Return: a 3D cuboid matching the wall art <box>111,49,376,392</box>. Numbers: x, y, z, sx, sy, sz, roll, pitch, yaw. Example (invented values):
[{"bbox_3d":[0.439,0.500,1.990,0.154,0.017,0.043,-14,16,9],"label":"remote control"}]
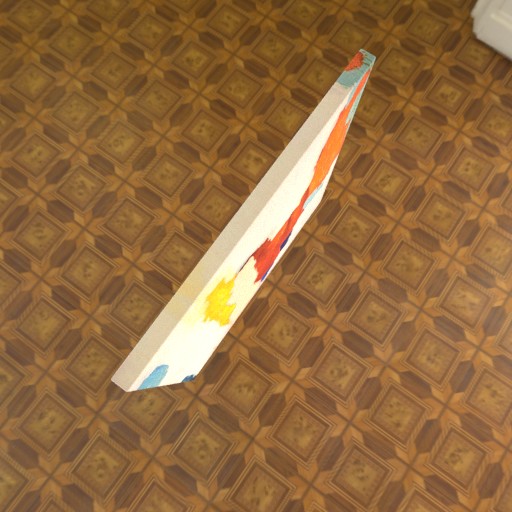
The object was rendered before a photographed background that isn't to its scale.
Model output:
[{"bbox_3d":[0.000,0.000,1.232,0.037,0.814,0.814,34,78,8],"label":"wall art"}]
